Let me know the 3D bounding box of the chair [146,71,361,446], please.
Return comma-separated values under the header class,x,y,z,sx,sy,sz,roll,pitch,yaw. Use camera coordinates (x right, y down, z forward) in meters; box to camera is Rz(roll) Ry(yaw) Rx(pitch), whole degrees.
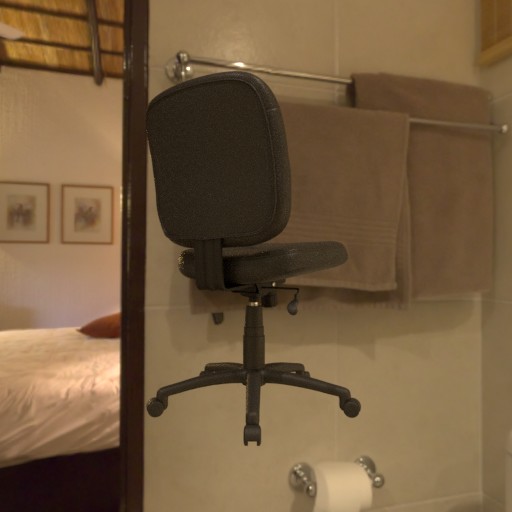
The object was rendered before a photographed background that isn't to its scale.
class,x,y,z,sx,sy,sz,roll,pitch,yaw
chair,0.000,0.000,1.439,0.647,0.959,0.646,-1,-1,36
